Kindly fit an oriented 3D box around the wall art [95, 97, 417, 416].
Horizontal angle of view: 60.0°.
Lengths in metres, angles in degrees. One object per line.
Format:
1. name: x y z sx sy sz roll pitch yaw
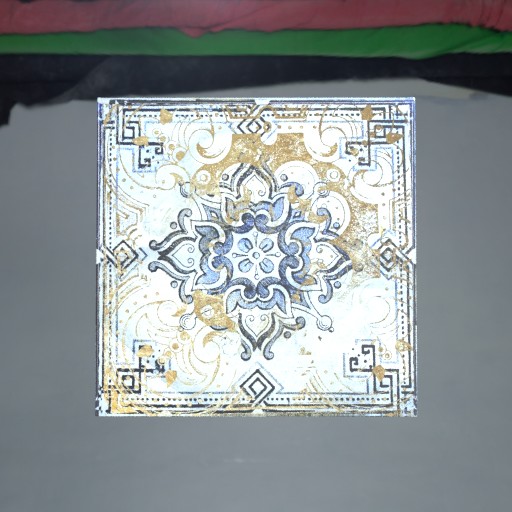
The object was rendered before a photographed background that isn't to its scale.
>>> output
1. wall art: 0.000 0.000 0.587 0.411 0.410 0.038 0 -1 0
